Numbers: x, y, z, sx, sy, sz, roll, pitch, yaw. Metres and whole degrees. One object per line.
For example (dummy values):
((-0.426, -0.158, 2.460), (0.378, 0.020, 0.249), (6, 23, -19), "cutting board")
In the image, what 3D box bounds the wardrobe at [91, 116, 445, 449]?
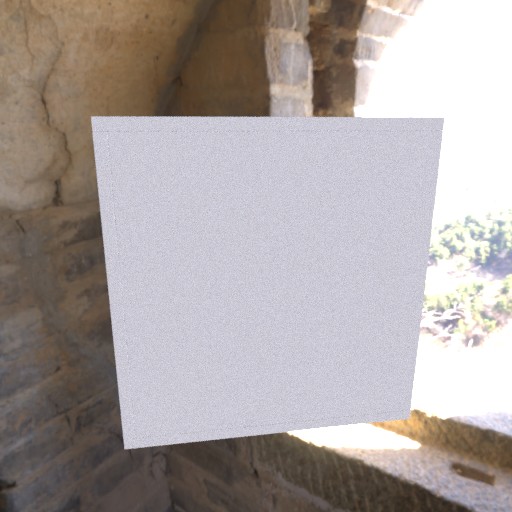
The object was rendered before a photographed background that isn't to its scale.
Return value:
((0.000, 0.000, 0.878), (0.500, 0.520, 0.400), (-3, 17, -9), "wardrobe")
